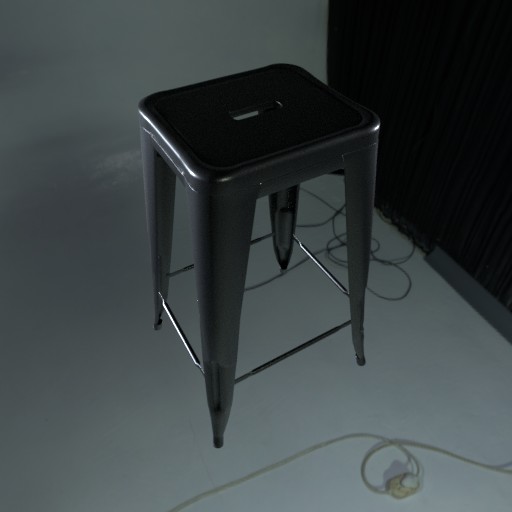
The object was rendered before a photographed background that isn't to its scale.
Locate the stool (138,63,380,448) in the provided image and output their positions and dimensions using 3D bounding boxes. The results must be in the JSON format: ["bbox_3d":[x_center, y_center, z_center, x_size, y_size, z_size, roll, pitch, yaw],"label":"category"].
[{"bbox_3d":[0.000,0.000,0.858,0.399,0.609,0.359,-23,50,-21],"label":"stool"}]
